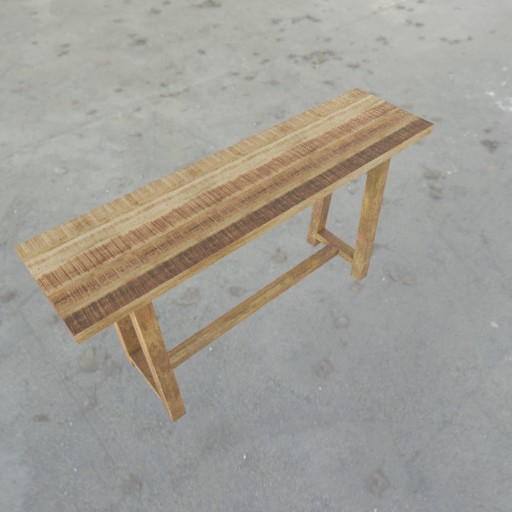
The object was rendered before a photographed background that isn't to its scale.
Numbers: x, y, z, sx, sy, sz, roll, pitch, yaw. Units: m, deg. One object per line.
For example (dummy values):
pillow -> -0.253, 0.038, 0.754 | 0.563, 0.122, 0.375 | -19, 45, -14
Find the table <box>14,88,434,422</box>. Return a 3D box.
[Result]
table -> 0.000, 0.000, 1.829 | 1.524, 0.810, 0.405 | -32, 55, -26
